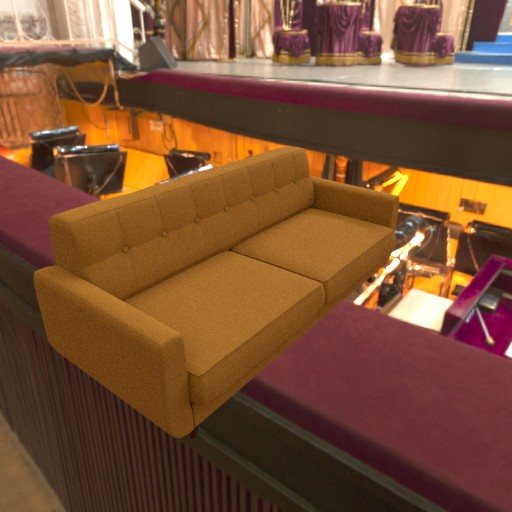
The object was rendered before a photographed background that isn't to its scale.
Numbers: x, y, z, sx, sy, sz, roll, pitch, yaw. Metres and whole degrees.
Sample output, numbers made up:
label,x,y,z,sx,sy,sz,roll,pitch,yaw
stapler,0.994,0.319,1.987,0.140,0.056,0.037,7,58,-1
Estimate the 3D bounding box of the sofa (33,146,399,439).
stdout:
label,x,y,z,sx,sy,sz,roll,pitch,yaw
sofa,0.000,0.000,2.462,0.909,0.841,2.029,19,32,34
